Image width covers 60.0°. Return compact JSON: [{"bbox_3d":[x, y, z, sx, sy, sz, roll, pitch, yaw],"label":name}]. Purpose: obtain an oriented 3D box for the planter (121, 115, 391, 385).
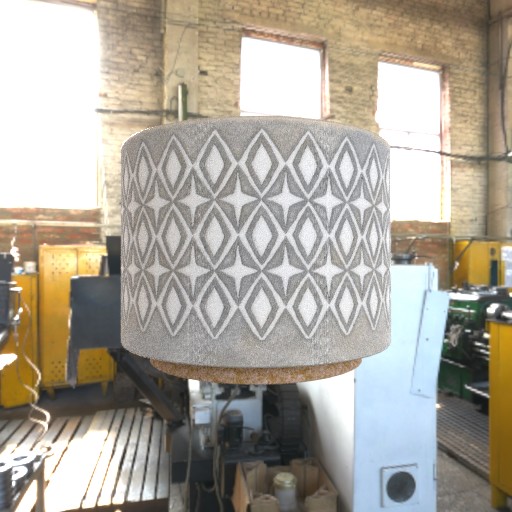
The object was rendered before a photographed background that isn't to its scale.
[{"bbox_3d":[0.000,0.000,0.282,0.164,0.127,0.164,0,0,0],"label":"planter"}]
